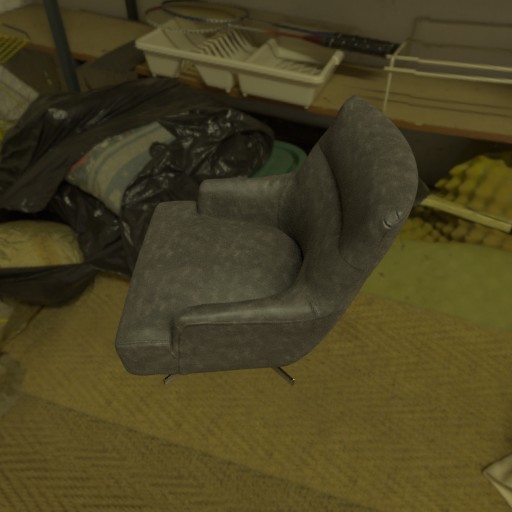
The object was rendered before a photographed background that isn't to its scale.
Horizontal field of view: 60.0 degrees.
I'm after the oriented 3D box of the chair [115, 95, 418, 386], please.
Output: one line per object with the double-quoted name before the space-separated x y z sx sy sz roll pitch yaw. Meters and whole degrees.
"chair" 0.000 0.000 1.534 0.874 0.870 0.738 0 42 0
